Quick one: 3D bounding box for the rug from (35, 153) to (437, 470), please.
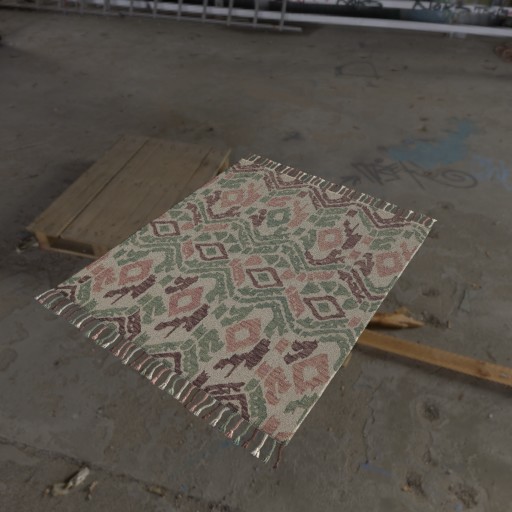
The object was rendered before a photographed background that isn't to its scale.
[{"bbox_3d":[0.000,0.000,4.120,2.438,0.010,3.048,26,48,25],"label":"rug"}]
